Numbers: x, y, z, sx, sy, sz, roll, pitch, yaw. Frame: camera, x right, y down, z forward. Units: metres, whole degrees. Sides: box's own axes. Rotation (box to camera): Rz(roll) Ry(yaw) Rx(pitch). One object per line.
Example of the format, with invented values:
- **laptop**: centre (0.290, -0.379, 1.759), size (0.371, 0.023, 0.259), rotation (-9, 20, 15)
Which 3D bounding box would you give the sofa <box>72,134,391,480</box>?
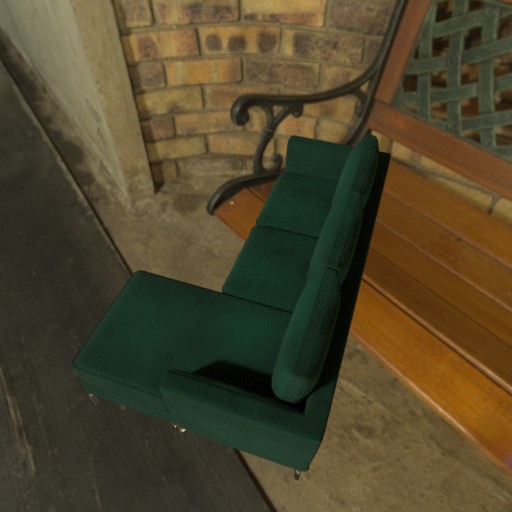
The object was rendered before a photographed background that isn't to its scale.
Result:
- **sofa**: centre (0.000, 0.000, 3.156), size (1.489, 1.007, 2.441), rotation (14, 49, 13)
